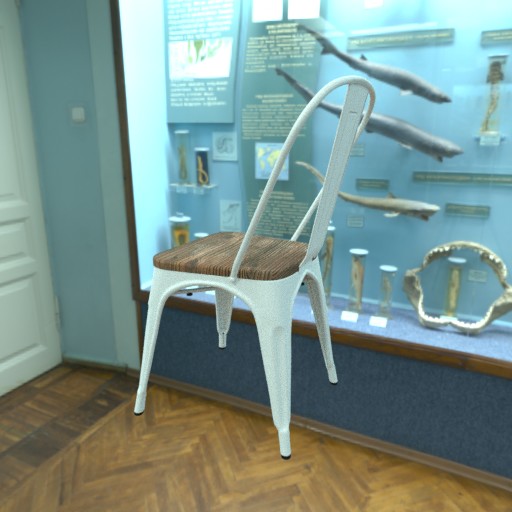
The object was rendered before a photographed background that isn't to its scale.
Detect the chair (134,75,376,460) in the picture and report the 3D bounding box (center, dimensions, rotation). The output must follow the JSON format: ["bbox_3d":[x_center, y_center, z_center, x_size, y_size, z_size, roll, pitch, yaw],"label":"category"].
[{"bbox_3d":[0.000,0.000,1.165,0.521,0.851,0.452,8,18,27],"label":"chair"}]
